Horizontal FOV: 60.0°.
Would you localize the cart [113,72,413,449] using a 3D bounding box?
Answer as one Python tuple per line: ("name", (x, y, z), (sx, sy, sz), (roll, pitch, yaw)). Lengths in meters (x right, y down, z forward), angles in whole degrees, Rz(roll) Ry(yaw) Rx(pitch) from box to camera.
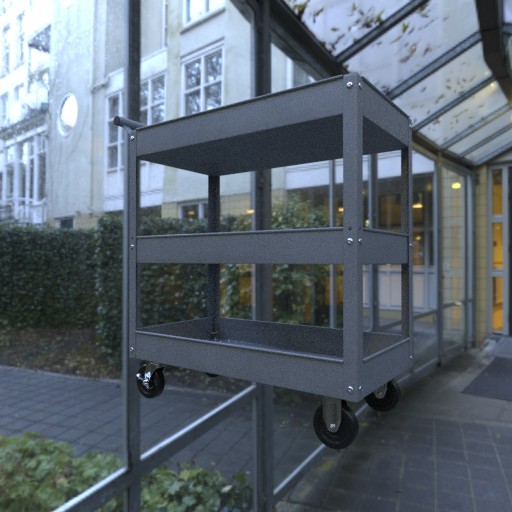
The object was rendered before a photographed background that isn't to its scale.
("cart", (0.000, 0.000, 1.174), (0.719, 0.780, 0.366), (0, -1, 36))
